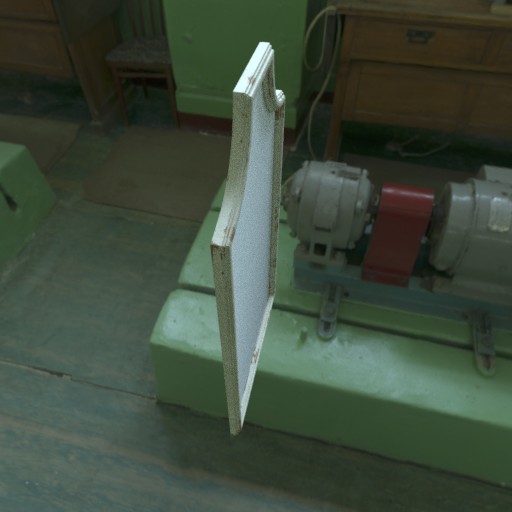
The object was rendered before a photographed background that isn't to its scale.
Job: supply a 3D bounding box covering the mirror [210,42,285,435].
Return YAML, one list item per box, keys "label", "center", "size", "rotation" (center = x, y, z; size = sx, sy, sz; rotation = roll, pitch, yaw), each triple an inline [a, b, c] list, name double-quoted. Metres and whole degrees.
- label: "mirror"
  center: [0.000, 0.000, 0.831]
  size: [0.022, 0.717, 0.403]
  rotation: [9, 48, 9]
